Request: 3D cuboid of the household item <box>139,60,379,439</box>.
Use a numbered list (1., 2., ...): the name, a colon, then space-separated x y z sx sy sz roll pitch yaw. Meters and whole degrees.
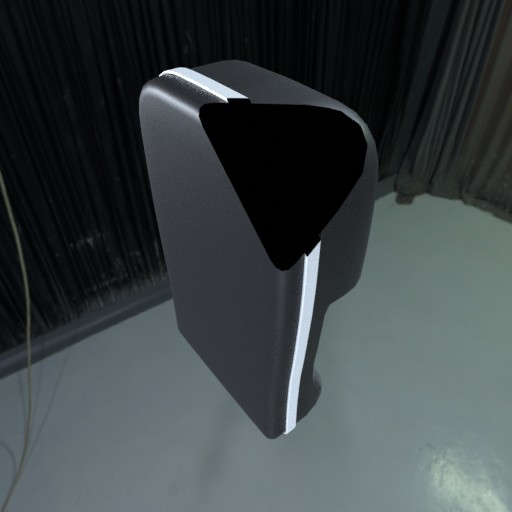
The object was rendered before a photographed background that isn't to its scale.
1. household item: 0.000 0.000 0.146 0.038 0.114 0.070 -27 48 -27
